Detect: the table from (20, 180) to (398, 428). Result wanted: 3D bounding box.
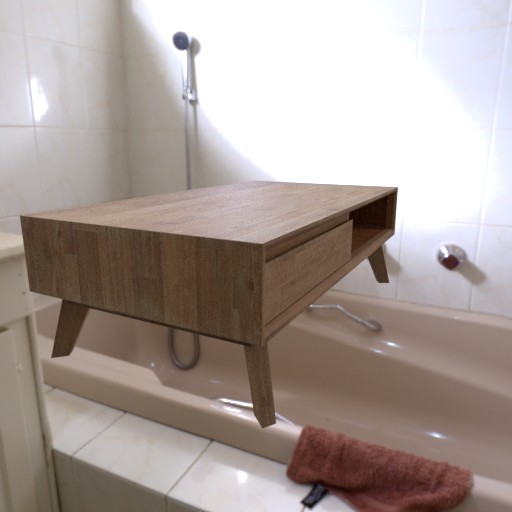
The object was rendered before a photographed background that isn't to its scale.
[{"bbox_3d":[0.000,0.000,2.016,0.918,0.531,1.619,8,16,27],"label":"table"}]
